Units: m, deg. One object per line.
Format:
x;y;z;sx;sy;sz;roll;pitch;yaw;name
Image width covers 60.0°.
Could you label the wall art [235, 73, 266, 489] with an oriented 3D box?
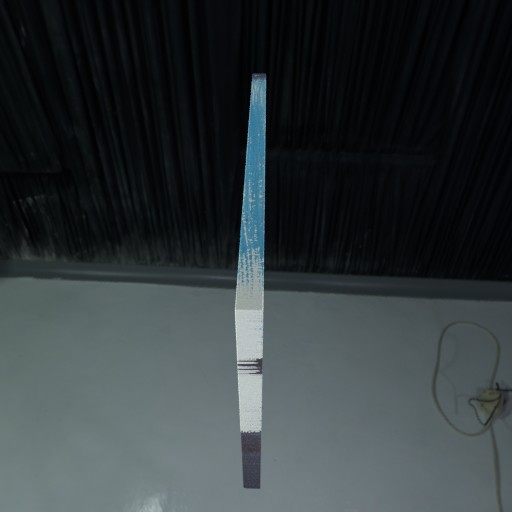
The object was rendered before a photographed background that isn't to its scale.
0.000;0.000;1.151;0.039;0.610;0.914;1;42;1;wall art
